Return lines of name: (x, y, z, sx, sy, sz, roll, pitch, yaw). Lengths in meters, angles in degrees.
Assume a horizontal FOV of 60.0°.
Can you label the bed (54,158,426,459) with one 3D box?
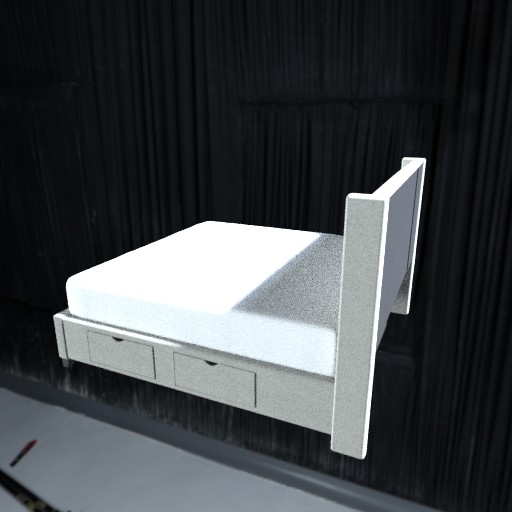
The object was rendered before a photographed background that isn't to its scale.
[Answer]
bed: (0.000, 0.000, 3.597, 2.280, 1.470, 2.140, 8, 19, 23)
